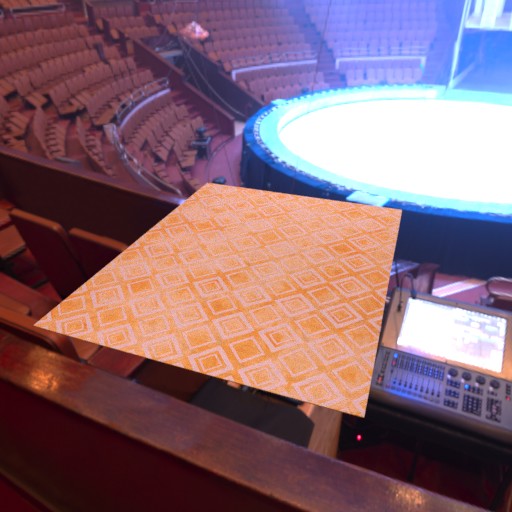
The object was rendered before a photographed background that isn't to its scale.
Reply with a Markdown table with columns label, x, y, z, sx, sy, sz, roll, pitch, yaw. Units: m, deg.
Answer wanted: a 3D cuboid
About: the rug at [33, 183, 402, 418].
| label | x | y | z | sx | sy | sz | roll | pitch | yaw |
| --- | --- | --- | --- | --- | --- | --- | --- | --- | --- |
| rug | 0.000 | 0.000 | 4.157 | 2.433 | 0.011 | 3.037 | 10 | 32 | 17 |
